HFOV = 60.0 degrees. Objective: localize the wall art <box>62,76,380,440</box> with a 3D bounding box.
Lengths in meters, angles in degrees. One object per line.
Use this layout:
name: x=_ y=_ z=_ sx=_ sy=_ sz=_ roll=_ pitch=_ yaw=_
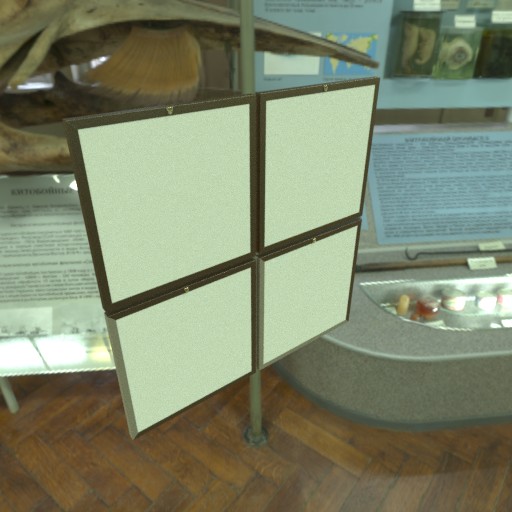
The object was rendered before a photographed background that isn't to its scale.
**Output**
wall art: x=0.000 y=0.000 z=1.478 sx=1.032 sy=1.032 sz=0.030 roll=-21 pitch=36 yaw=-32
